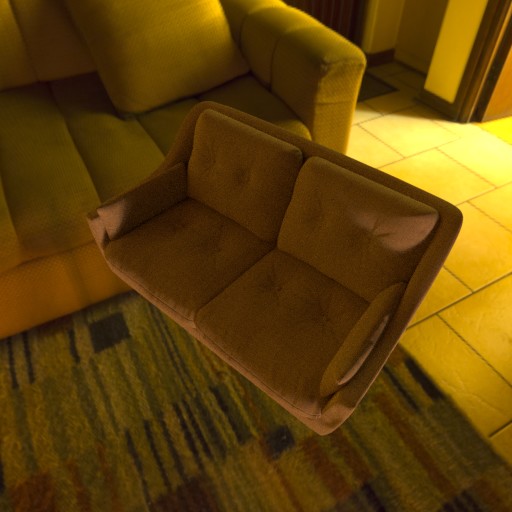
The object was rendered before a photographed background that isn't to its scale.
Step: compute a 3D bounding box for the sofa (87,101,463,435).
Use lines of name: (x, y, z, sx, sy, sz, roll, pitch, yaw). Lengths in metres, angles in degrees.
sofa: (0.000, 0.000, 2.257, 1.652, 0.888, 0.965, 32, 54, 27)
